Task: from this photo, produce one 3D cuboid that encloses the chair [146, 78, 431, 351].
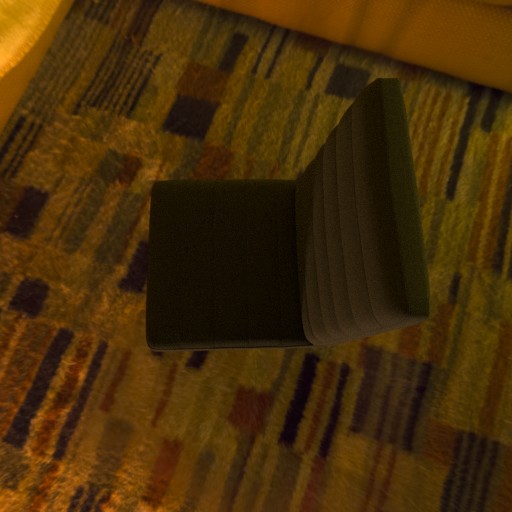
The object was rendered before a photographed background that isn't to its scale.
[{"bbox_3d":[0.000,0.000,1.282,0.634,0.930,0.520,-1,74,0],"label":"chair"}]
